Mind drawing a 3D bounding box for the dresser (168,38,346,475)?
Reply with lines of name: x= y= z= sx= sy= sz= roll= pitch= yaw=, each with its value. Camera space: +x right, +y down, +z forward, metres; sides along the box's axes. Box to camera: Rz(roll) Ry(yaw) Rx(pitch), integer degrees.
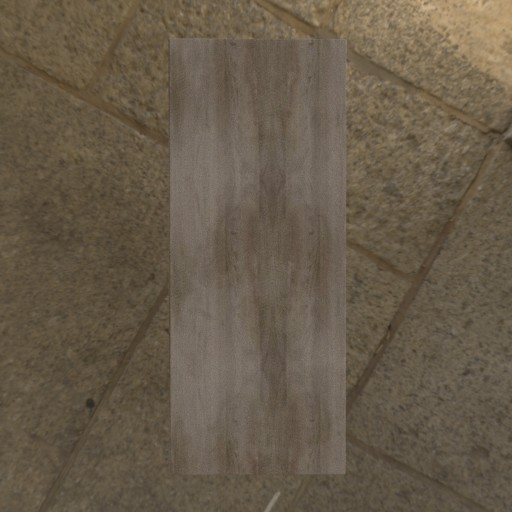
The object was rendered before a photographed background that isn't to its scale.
dresser: x=0.000 y=0.000 z=1.417 sx=0.404 sy=0.816 sz=0.994 roll=0 pitch=91 yaw=0
